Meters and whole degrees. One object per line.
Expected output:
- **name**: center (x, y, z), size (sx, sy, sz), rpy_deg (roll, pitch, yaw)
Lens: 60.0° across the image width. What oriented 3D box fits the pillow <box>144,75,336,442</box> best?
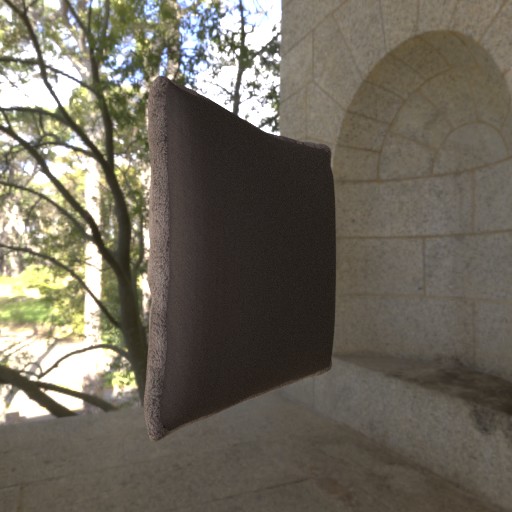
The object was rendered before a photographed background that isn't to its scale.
- **pillow**: center (0.000, 0.000, 0.816), size (0.204, 0.520, 0.522), rpy_deg (-1, -2, 36)
